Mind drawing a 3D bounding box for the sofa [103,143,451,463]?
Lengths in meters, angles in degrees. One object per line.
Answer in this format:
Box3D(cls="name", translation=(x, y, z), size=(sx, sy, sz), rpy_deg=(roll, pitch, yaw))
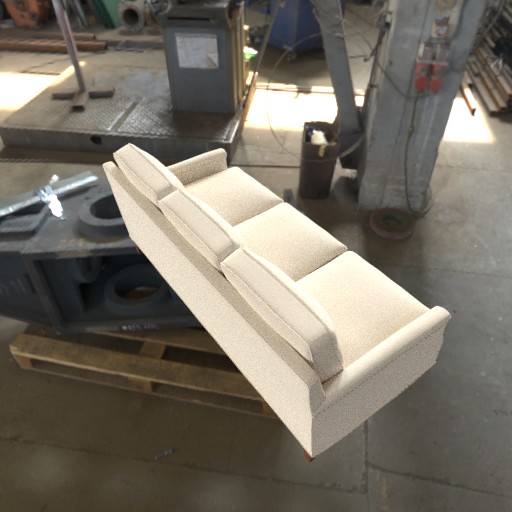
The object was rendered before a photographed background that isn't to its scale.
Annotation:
Box3D(cls="sofa", translation=(0.000, 0.000, 2.883), size=(1.084, 1.003, 2.246), rpy_deg=(-26, 48, -26))
